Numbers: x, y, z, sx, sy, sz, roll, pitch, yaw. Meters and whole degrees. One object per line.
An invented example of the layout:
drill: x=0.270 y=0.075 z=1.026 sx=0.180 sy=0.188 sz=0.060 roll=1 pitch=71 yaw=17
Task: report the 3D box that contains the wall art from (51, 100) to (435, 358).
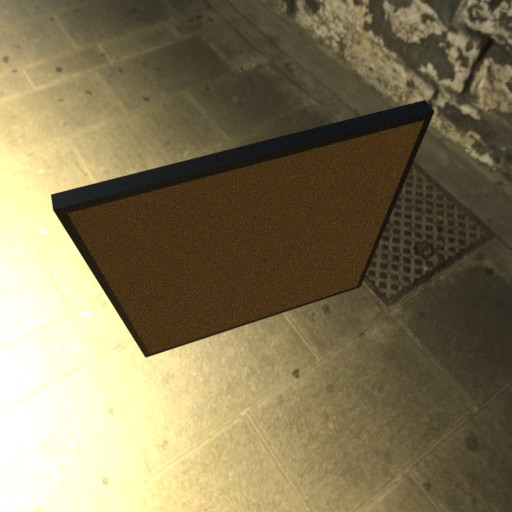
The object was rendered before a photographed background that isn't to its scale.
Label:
wall art: x=0.000 y=0.000 z=1.171 sx=0.763 sy=0.763 sz=0.038 roll=-17 pitch=59 yaw=-10
